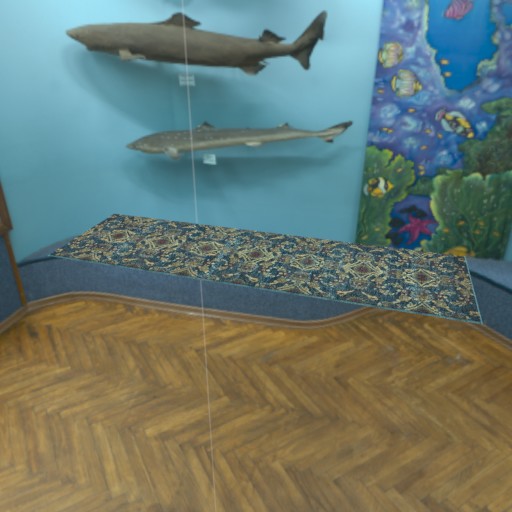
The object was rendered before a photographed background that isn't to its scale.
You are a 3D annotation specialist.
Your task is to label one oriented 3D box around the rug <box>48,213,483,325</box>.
[{"bbox_3d":[0.000,0.000,2.537,2.292,0.014,0.685,8,28,15],"label":"rug"}]
